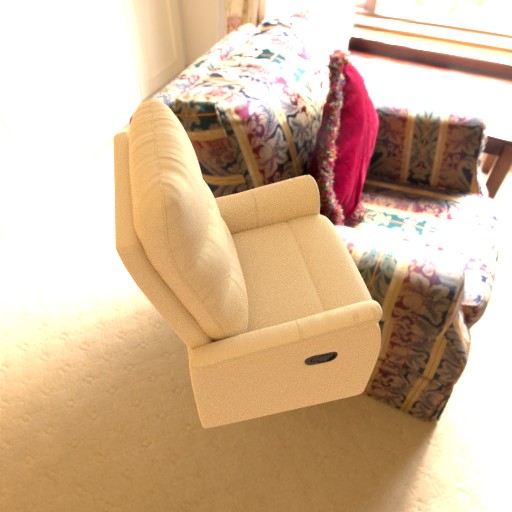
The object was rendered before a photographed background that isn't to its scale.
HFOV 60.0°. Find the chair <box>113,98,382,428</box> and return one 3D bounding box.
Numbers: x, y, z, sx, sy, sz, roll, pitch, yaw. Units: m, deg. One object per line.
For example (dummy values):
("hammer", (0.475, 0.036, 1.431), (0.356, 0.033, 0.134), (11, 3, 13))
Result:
("chair", (0.000, 0.000, 1.618), (0.831, 1.082, 0.775), (-9, 48, -9))
